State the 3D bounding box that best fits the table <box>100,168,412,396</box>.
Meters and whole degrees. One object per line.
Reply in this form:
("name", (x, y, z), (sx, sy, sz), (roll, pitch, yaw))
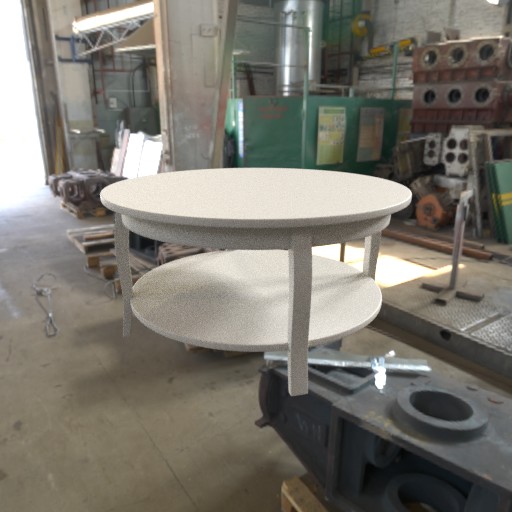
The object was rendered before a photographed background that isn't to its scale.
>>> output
("table", (0.000, 0.000, 1.435), (0.910, 0.457, 0.910), (0, 18, 0))
